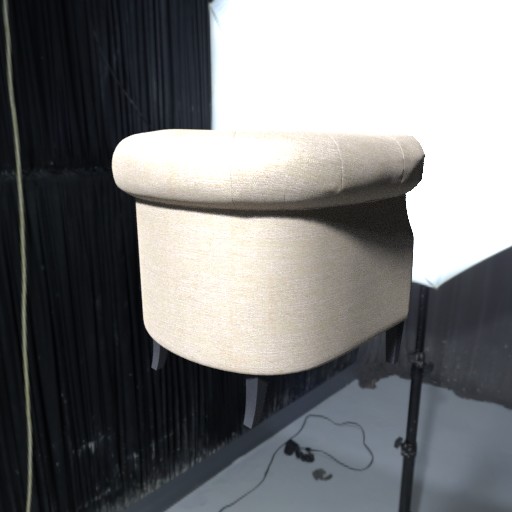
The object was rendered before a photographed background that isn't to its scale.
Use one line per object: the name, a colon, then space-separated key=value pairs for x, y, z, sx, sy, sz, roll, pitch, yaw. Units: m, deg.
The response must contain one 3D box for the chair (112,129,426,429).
chair: x=0.000 y=0.000 z=1.533 sx=0.905 sy=0.827 sz=0.852 roll=13 pitch=19 yaw=43
